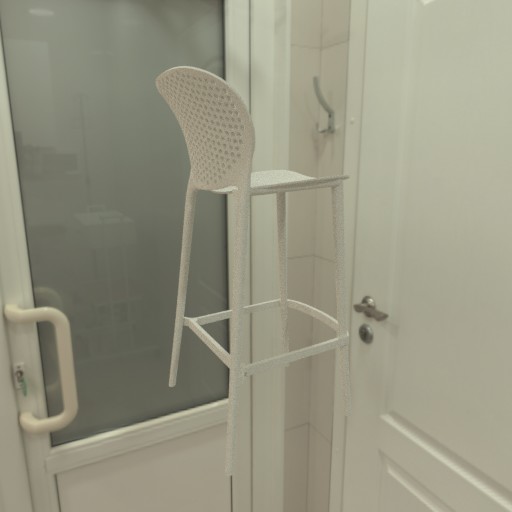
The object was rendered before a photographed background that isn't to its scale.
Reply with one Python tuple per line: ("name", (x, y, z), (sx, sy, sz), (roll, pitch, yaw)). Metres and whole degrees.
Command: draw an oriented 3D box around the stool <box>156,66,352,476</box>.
("stool", (0.000, 0.000, 1.385), (0.535, 1.045, 0.536), (-7, 15, -27))
